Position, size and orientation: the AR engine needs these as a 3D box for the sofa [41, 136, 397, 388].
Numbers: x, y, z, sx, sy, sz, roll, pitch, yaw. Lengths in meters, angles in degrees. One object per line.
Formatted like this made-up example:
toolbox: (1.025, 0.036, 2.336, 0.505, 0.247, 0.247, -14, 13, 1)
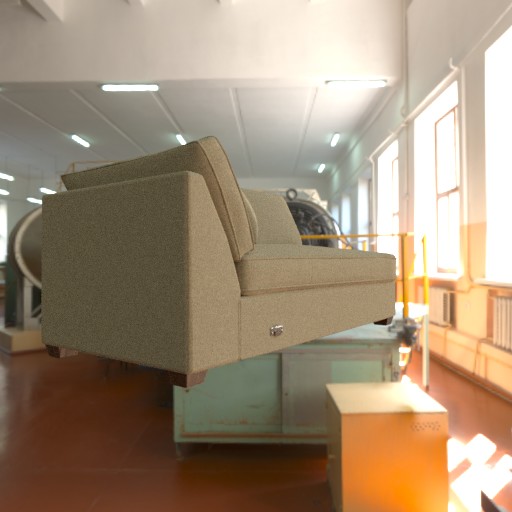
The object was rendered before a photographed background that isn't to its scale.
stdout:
sofa: (0.000, 0.000, 2.831, 1.110, 1.033, 2.237, 0, -1, 37)
